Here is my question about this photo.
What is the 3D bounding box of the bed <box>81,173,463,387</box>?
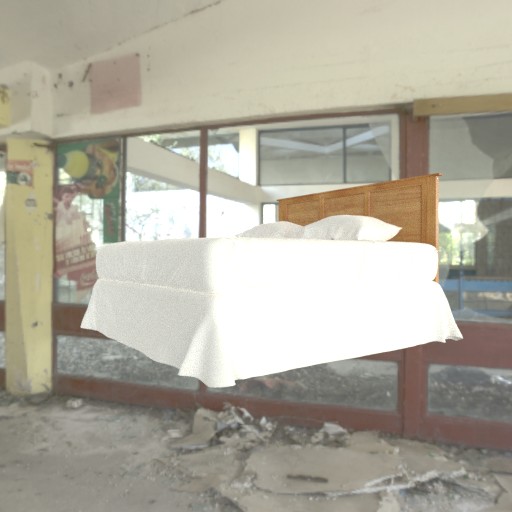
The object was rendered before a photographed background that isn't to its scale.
[{"bbox_3d":[0.000,0.000,3.574,2.215,1.270,2.317,0,0,-36],"label":"bed"}]
